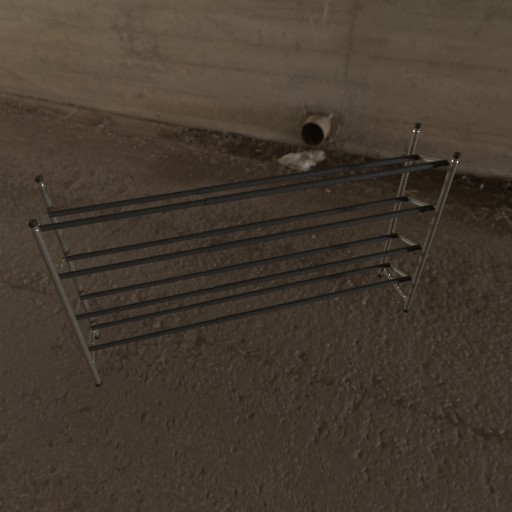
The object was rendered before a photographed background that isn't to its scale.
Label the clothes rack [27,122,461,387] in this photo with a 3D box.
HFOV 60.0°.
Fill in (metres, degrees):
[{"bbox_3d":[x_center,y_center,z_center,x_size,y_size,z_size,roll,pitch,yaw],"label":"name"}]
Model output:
[{"bbox_3d":[0.000,0.000,1.443,1.168,0.672,0.229,-11,42,-12],"label":"clothes rack"}]
